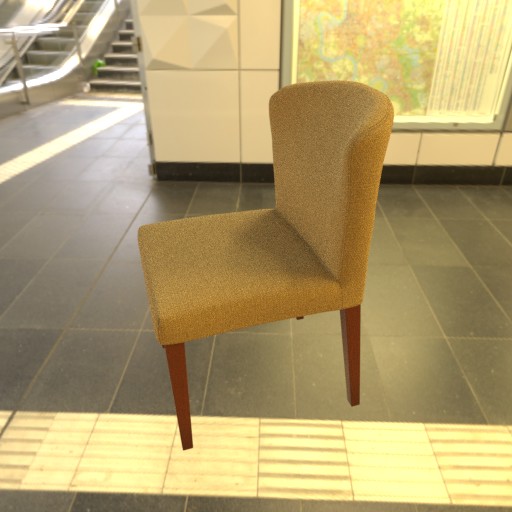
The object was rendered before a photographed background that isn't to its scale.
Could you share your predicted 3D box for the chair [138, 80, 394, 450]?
[{"bbox_3d":[0.000,0.000,1.187,0.589,0.839,0.491,-9,32,-15],"label":"chair"}]
